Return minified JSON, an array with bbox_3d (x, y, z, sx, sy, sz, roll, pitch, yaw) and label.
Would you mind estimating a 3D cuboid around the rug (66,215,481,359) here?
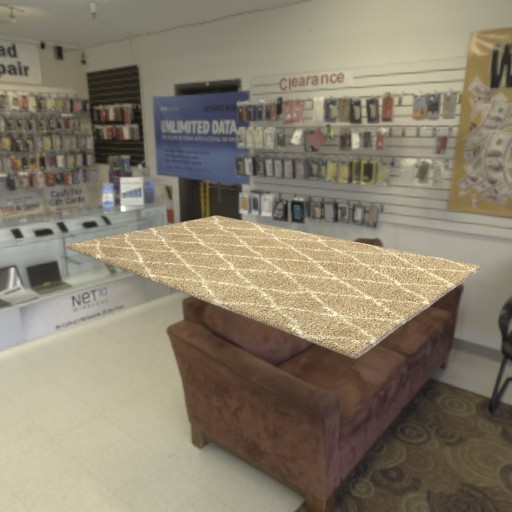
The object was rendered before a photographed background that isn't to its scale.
[{"bbox_3d":[0.000,0.000,3.023,2.438,0.030,1.524,14,22,40],"label":"rug"}]
